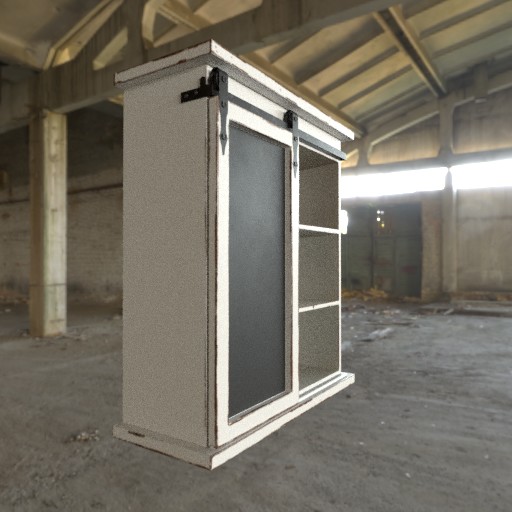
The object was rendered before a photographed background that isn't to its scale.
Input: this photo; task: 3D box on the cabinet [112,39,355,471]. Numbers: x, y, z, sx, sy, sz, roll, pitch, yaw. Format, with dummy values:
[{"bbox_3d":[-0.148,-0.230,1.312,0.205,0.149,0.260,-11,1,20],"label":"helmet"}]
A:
[{"bbox_3d":[0.000,0.000,0.901,0.210,0.603,0.541,0,-1,34],"label":"cabinet"}]
